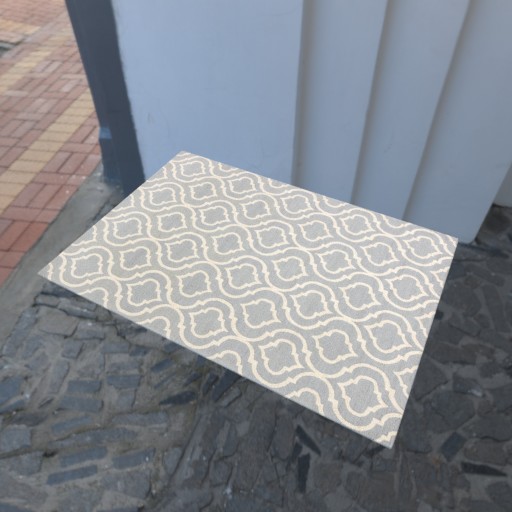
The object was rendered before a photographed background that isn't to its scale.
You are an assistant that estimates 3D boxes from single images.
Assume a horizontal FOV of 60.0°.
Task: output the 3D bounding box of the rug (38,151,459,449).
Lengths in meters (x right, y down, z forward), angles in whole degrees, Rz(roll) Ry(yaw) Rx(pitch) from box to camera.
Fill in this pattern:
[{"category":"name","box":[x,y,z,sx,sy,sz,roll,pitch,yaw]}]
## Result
[{"category":"rug","box":[0.000,0.000,2.649,2.080,0.010,1.451,21,50,19]}]
